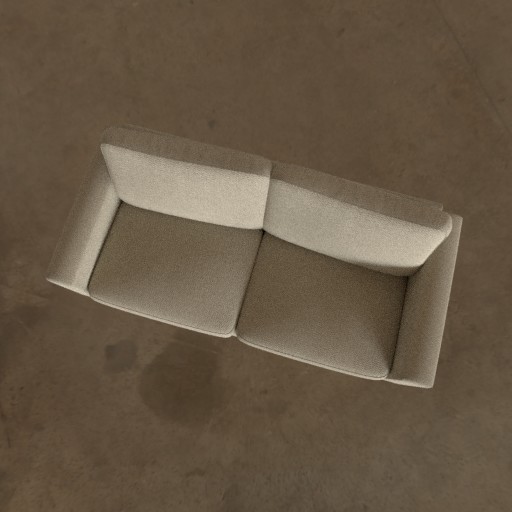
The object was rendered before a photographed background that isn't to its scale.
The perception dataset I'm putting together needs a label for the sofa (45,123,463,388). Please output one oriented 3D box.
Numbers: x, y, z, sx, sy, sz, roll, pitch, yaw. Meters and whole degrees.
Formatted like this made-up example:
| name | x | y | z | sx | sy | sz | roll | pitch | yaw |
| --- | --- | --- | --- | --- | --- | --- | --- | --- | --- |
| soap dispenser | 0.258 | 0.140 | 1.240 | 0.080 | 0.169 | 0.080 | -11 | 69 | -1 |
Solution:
| name | x | y | z | sx | sy | sz | roll | pitch | yaw |
| --- | --- | --- | --- | --- | --- | --- | --- | --- | --- |
| sofa | 0.000 | 0.000 | 2.597 | 2.179 | 0.873 | 1.016 | 15 | 77 | 4 |
